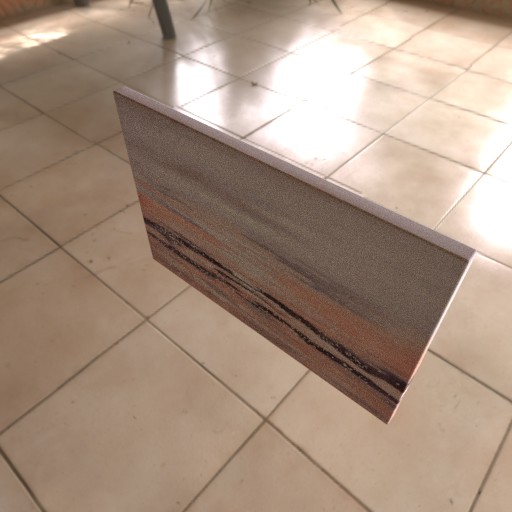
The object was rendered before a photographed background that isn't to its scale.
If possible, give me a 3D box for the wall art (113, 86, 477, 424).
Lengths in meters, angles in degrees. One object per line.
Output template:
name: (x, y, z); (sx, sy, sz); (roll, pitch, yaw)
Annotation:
wall art: (0.000, 0.000, 1.132); (0.913, 0.609, 0.038); (31, 54, 27)
